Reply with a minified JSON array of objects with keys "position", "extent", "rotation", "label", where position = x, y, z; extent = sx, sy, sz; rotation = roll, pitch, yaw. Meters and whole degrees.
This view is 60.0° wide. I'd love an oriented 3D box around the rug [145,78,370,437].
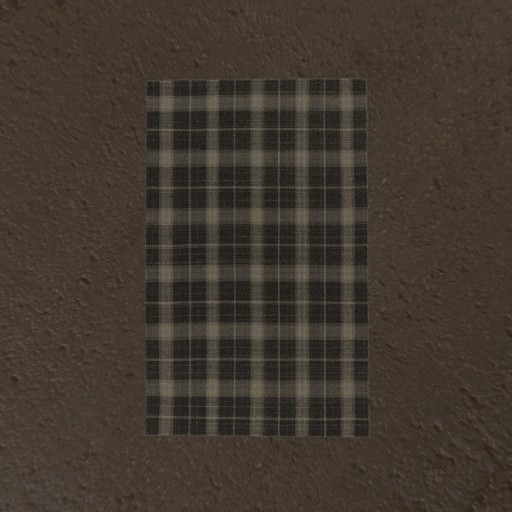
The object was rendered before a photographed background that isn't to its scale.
[{"position":[0.000,0.000,3.015],"extent":[1.520,0.015,2.434],"rotation":[0,89,1],"label":"rug"}]
